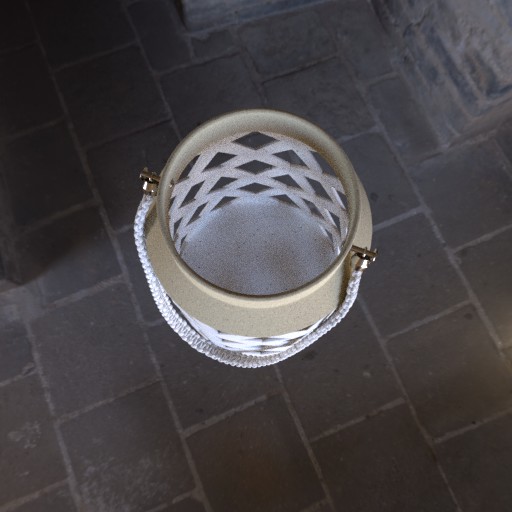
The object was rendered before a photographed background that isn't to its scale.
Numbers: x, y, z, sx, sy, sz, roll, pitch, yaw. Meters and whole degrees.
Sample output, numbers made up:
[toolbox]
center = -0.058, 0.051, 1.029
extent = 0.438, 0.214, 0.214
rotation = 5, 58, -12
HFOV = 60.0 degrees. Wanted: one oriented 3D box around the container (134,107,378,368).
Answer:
[container]
center = 0.000, 0.000, 0.397
extent = 0.188, 0.264, 0.198
rotation = 20, 78, 5
